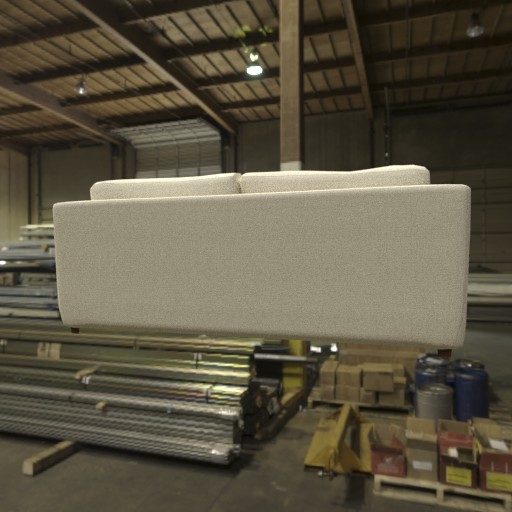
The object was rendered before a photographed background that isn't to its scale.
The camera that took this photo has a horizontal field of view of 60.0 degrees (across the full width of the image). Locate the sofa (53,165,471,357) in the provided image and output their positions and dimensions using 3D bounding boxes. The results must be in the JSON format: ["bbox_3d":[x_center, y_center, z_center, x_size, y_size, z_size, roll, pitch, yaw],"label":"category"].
[{"bbox_3d":[0.000,0.000,2.953,2.470,1.022,1.009,0,0,18],"label":"sofa"}]
